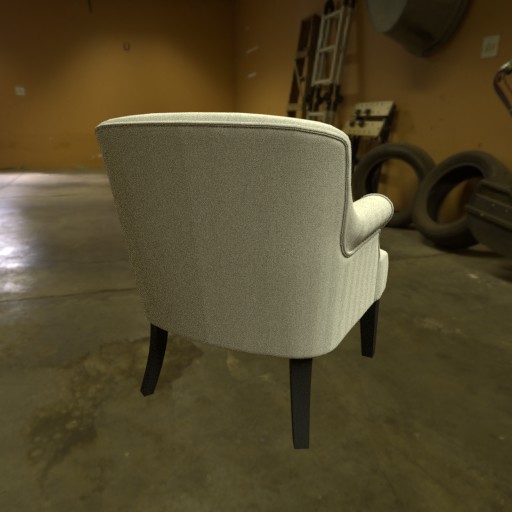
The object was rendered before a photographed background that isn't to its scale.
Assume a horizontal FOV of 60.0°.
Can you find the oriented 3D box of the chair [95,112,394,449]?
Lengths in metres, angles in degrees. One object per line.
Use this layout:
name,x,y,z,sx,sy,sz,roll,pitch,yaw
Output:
chair,0.000,0.000,1.436,0.781,0.875,0.750,9,19,26
